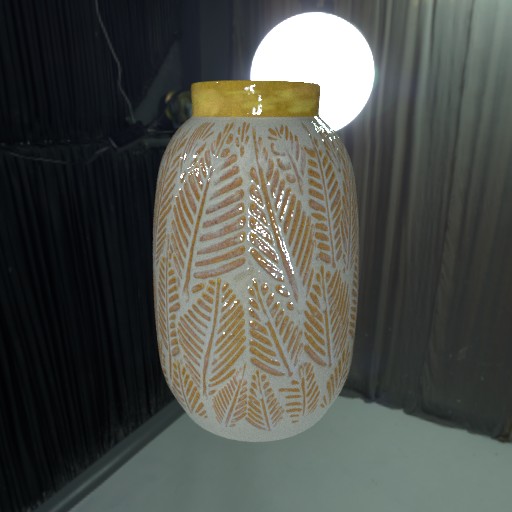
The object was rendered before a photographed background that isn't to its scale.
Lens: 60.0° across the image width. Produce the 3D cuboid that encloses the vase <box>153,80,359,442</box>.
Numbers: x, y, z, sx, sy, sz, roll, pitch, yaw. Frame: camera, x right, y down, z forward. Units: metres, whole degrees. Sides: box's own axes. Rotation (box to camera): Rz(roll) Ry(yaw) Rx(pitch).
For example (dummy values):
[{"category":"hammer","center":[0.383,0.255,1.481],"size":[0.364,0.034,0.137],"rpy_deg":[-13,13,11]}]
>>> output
[{"category":"vase","center":[0.000,0.000,0.373],"size":[0.172,0.270,0.172],"rpy_deg":[0,18,0]}]
